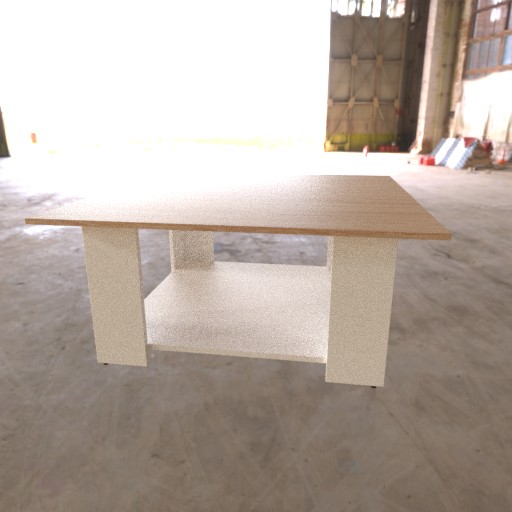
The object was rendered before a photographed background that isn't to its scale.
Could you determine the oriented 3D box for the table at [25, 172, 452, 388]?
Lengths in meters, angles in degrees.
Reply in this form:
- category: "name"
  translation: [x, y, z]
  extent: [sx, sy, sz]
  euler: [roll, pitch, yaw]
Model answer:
- category: "table"
  translation: [0.000, 0.000, 1.043]
  extent: [0.670, 0.305, 0.670]
  euler: [3, 18, 8]
